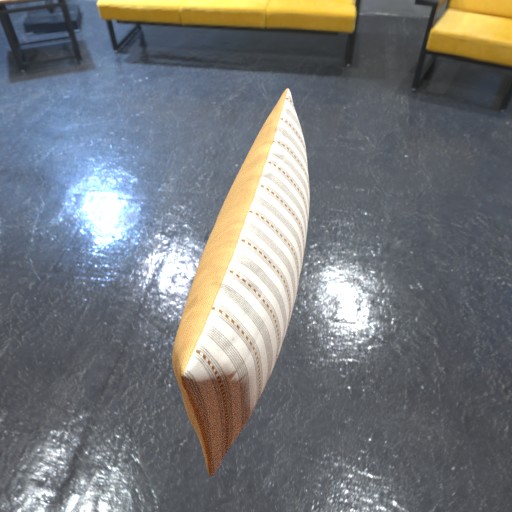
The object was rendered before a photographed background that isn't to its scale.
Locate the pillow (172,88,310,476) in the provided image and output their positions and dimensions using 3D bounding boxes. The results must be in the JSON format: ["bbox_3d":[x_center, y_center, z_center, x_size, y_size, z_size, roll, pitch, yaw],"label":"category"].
[{"bbox_3d":[0.000,0.000,0.729,0.151,0.291,0.608,9,47,8],"label":"pillow"}]
